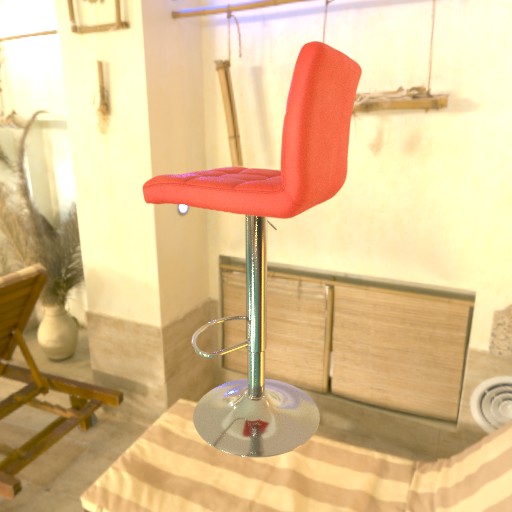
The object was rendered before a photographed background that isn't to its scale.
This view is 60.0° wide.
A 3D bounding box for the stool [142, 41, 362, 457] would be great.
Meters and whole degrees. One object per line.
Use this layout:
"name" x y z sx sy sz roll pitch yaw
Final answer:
"stool" 0.000 0.000 1.351 0.505 1.115 0.430 7 17 24
